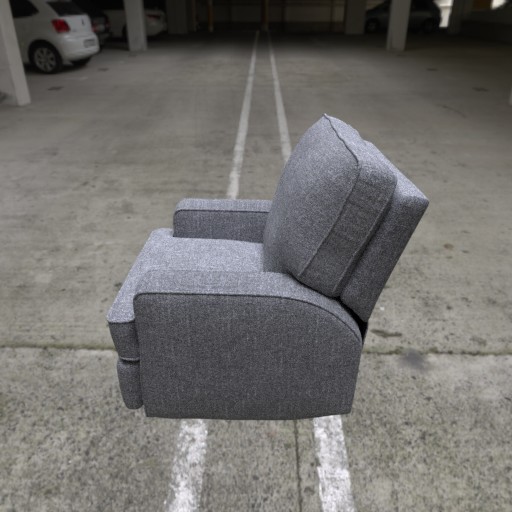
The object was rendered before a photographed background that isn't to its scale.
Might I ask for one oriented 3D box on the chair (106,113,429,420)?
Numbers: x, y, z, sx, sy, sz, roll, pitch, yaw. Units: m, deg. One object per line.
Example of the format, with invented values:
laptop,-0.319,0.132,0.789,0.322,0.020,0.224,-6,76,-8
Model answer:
chair,0.000,0.000,1.705,0.964,0.962,0.861,0,27,0
